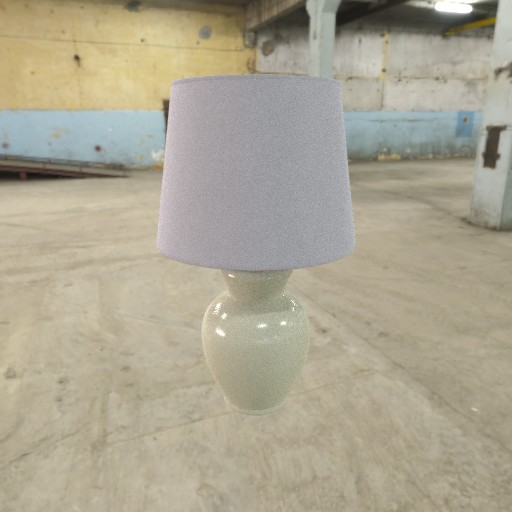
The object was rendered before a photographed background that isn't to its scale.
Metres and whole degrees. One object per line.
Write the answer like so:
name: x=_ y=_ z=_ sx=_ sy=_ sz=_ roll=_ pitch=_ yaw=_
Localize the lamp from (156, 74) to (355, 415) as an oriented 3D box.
lamp: x=0.000 y=0.000 z=0.550 sx=0.239 sy=0.399 sz=0.239 roll=0 pitch=16 yaw=0
